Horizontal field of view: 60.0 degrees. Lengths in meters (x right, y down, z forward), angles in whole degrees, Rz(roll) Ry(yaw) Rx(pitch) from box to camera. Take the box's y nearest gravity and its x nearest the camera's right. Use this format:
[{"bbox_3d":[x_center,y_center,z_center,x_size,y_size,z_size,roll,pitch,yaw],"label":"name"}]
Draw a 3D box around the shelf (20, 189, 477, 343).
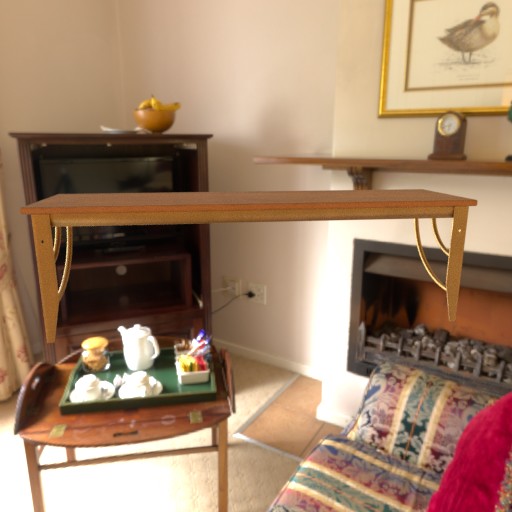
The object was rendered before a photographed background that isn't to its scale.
[{"bbox_3d":[0.000,0.000,0.714,0.636,0.190,0.166,-2,14,-7],"label":"shelf"}]
